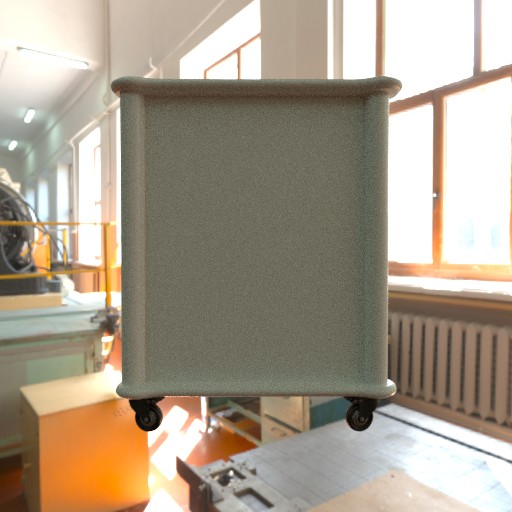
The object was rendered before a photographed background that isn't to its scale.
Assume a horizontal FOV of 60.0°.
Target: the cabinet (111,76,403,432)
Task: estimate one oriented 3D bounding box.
[{"bbox_3d":[0.000,0.000,1.228,0.627,0.761,0.628,0,1,0],"label":"cabinet"}]
